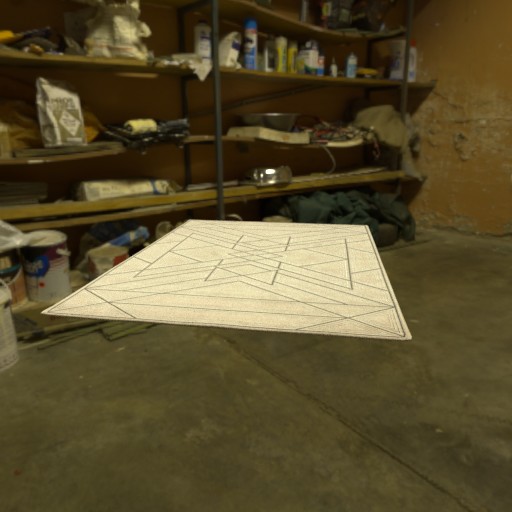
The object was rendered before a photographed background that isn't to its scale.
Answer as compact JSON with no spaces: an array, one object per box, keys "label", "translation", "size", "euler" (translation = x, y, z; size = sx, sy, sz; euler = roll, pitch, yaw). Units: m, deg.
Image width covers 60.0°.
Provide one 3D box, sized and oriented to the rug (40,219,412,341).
[{"label":"rug","translation":[0.000,0.000,4.415],"size":[2.436,0.026,3.381],"euler":[3,16,9]}]
